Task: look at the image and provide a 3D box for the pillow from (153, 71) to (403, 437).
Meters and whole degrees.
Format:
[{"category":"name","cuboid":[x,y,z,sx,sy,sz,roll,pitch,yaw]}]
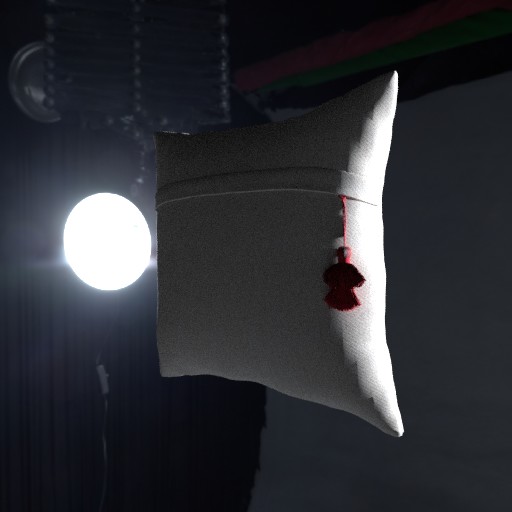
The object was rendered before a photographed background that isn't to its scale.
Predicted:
[{"category":"pillow","cuboid":[0.000,0.000,0.659,0.433,0.436,0.173,0,0,37]}]
